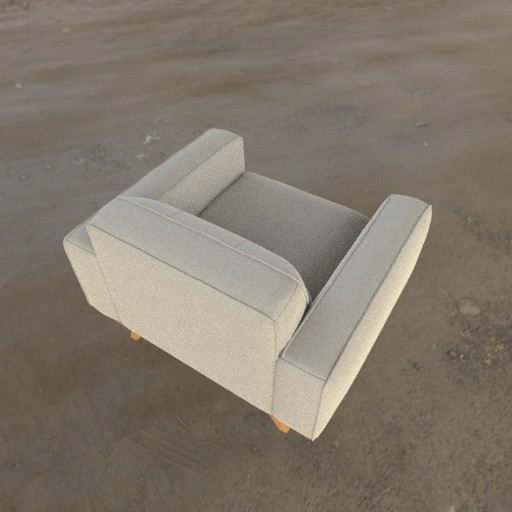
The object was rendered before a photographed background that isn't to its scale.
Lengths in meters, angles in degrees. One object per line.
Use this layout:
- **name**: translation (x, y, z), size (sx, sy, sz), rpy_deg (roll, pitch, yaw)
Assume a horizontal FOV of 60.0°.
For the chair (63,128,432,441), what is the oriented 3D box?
- **chair**: translation (0.000, 0.000, 1.798), size (1.115, 0.779, 0.953), rpy_deg (25, 51, 22)
